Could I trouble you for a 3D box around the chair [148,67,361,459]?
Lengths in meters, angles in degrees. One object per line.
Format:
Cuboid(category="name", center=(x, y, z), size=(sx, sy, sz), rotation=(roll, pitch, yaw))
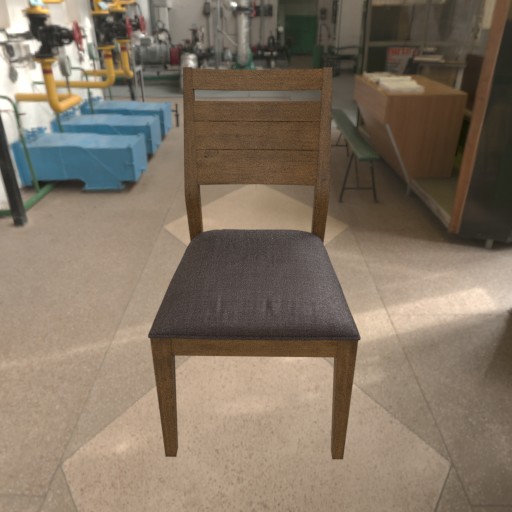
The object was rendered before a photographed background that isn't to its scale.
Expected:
Cuboid(category="chair", center=(0.000, 0.000, 1.262), size=(0.501, 0.939, 0.610), rotation=(0, 29, 1))
